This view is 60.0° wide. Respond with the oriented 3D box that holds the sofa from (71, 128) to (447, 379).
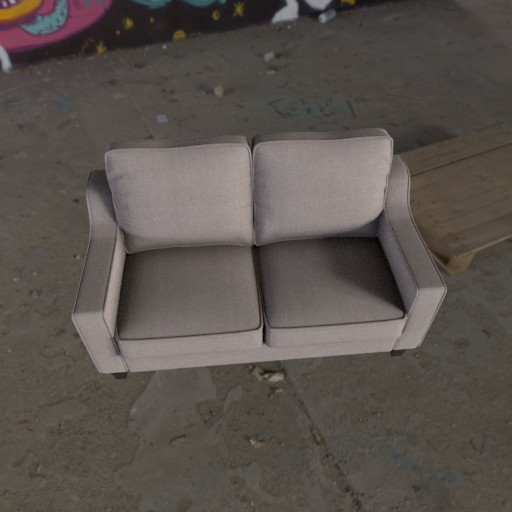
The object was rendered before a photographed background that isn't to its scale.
[{"bbox_3d":[0.000,0.000,2.061,1.500,0.948,0.791,-4,46,-4],"label":"sofa"}]
